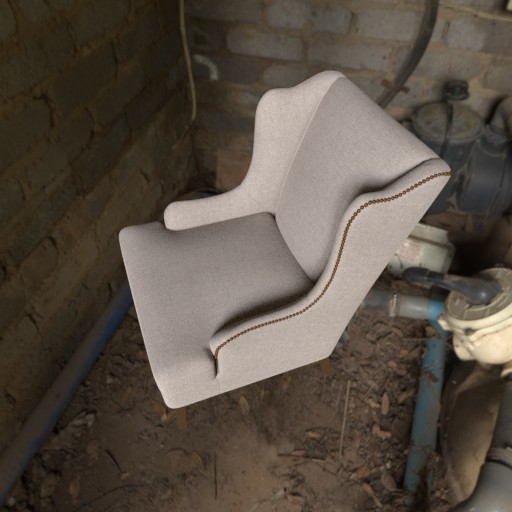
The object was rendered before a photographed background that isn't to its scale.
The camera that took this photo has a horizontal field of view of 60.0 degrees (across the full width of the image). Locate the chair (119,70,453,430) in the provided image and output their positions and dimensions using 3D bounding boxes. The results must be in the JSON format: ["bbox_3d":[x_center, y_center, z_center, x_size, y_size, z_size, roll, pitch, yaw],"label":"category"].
[{"bbox_3d":[0.000,0.000,1.664,0.940,1.029,0.737,-16,49,-14],"label":"chair"}]
